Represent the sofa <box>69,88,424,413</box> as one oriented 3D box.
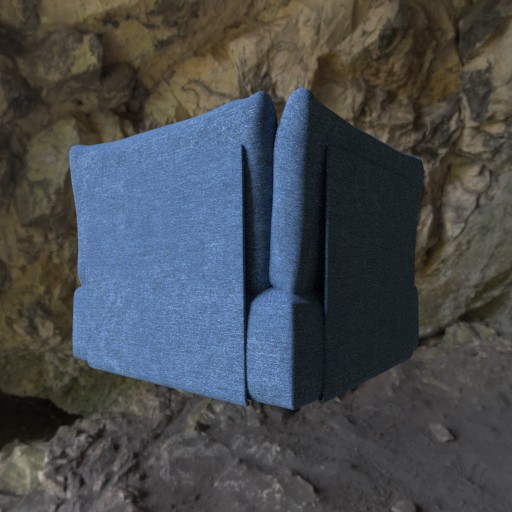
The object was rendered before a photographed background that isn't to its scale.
[{"bbox_3d":[0.000,0.000,1.711,1.000,0.820,1.000,-1,-1,37],"label":"sofa"}]
